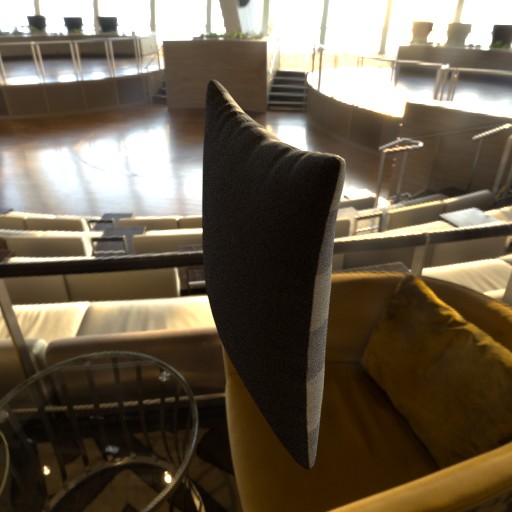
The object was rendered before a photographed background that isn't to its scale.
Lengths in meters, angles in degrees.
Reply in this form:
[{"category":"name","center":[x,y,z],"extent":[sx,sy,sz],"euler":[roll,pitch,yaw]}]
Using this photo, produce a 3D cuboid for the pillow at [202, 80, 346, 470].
[{"category":"pillow","center":[0.000,0.000,0.778],"extent":[0.161,0.509,0.511],"euler":[-10,32,-17]}]
